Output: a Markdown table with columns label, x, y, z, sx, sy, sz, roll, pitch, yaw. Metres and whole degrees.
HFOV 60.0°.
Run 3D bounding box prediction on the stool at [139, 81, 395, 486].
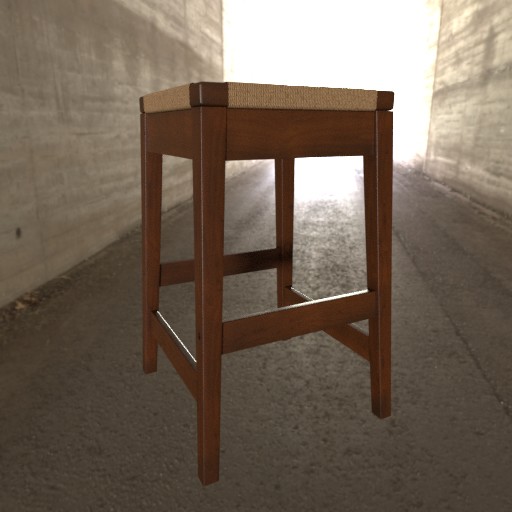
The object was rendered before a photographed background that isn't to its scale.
| label | x | y | z | sx | sy | sz | roll | pitch | yaw |
| --- | --- | --- | --- | --- | --- | --- | --- | --- | --- |
| stool | 0.000 | 0.000 | 1.103 | 0.497 | 0.762 | 0.507 | -8 | 18 | -26 |
